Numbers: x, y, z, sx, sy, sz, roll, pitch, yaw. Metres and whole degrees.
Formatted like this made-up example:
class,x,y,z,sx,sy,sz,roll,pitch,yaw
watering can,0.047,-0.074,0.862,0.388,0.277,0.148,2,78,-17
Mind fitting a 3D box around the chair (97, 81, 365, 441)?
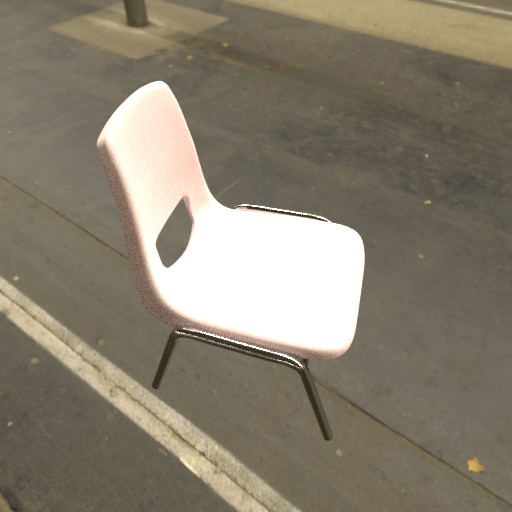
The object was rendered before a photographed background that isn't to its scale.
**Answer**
class,x,y,z,sx,sy,sz,roll,pitch,yaw
chair,0.000,0.000,0.782,0.385,0.537,0.354,11,47,11
